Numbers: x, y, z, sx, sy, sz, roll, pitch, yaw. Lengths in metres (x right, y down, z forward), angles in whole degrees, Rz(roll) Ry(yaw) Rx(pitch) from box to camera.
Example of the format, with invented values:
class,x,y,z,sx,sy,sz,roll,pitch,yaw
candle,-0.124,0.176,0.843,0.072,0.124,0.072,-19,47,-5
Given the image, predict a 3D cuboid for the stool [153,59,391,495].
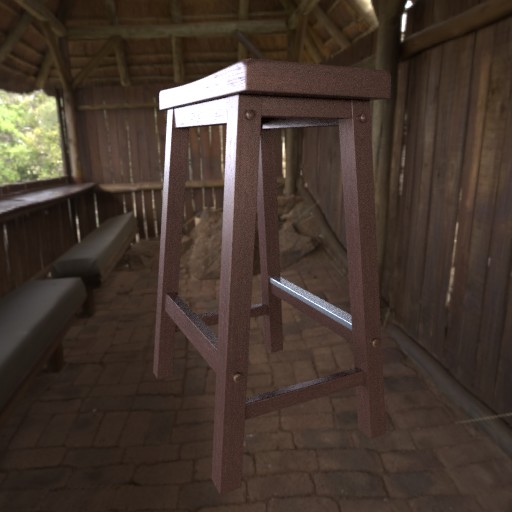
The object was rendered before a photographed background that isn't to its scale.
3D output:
class,x,y,z,sx,sy,sz,roll,pitch,yaw
stool,0.000,0.000,0.830,0.322,0.610,0.406,-7,16,-26
